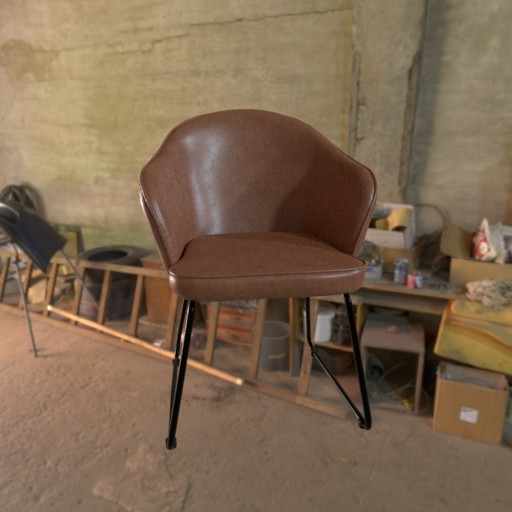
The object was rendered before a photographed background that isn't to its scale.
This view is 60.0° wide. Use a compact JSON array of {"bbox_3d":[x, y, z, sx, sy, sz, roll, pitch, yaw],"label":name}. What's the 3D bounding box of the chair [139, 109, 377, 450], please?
[{"bbox_3d":[0.000,0.000,1.221,0.582,0.785,0.580,-3,17,-9],"label":"chair"}]
